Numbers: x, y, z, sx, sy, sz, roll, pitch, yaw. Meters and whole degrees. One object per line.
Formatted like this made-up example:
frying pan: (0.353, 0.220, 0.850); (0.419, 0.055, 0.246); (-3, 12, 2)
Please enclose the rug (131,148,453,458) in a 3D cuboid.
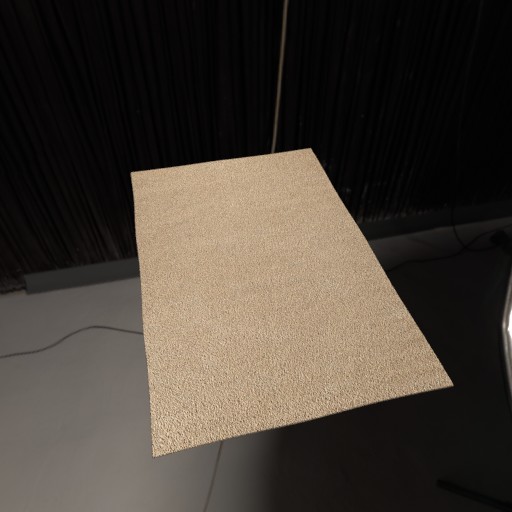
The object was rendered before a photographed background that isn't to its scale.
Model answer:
rug: (0.000, 0.000, 3.450); (1.800, 0.025, 2.699); (-10, 46, -9)
